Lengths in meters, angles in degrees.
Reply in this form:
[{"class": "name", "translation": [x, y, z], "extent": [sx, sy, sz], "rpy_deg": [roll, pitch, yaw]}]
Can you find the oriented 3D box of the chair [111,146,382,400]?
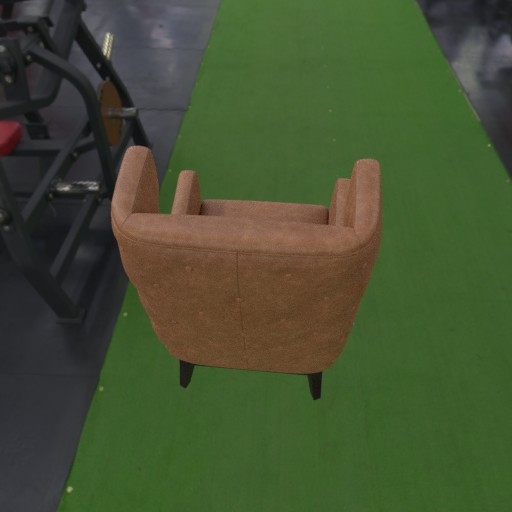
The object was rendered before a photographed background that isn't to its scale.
[{"class": "chair", "translation": [0.000, 0.000, 1.664], "extent": [0.766, 1.079, 0.899], "rpy_deg": [4, 47, 4]}]
